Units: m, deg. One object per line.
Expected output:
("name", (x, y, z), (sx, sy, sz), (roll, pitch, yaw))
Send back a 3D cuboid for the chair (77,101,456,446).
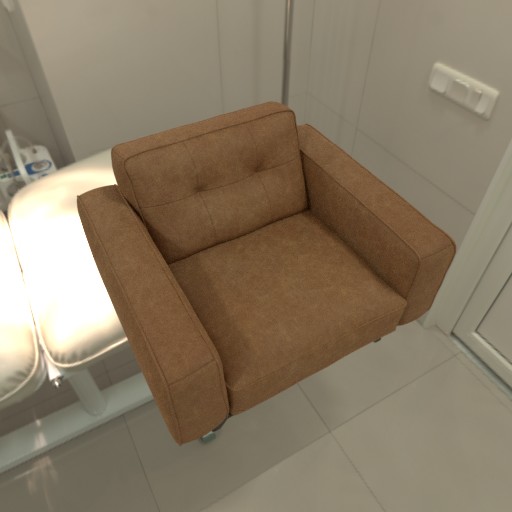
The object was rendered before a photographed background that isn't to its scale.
("chair", (0.000, 0.000, 1.738), (1.118, 0.782, 0.952), (-23, 51, -20))
